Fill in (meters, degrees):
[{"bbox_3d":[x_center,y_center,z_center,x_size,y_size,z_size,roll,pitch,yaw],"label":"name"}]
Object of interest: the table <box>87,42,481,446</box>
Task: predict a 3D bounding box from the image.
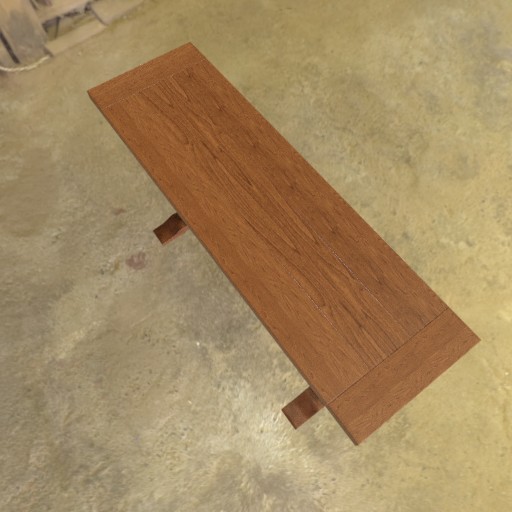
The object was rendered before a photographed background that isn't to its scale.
[{"bbox_3d":[0.000,0.000,1.795,0.461,0.852,1.478,-33,68,-15],"label":"table"}]
